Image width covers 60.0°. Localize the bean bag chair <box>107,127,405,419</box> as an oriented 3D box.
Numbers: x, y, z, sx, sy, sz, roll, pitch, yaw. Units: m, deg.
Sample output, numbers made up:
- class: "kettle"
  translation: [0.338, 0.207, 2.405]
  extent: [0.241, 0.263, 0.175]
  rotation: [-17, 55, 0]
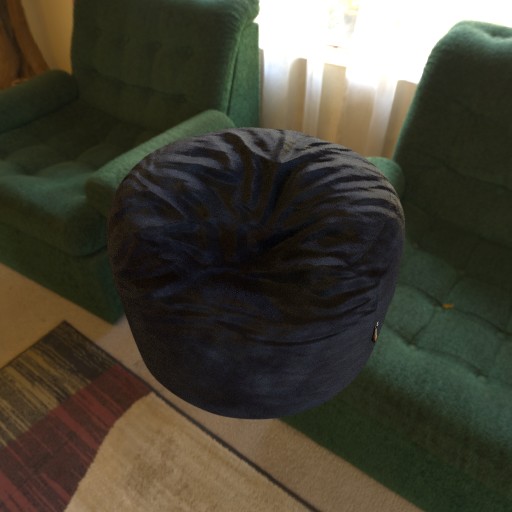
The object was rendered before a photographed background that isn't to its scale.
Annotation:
- class: "bean bag chair"
  translation: [0.000, 0.000, 1.495]
  extent: [0.918, 0.616, 0.918]
  rotation: [0, 42, 0]
